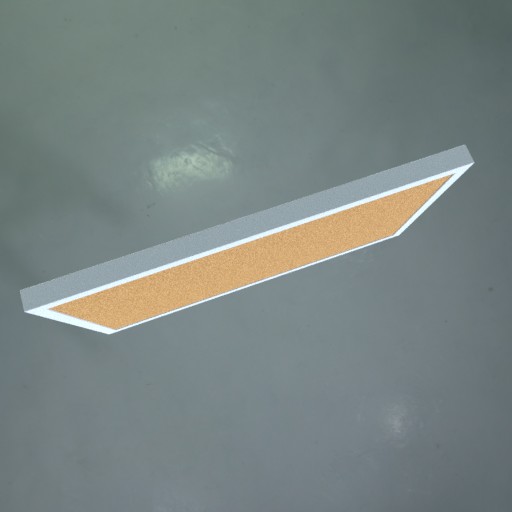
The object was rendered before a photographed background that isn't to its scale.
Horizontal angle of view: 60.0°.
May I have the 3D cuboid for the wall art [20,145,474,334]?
[{"bbox_3d":[0.000,0.000,0.969,0.812,0.431,0.038,-19,76,-5],"label":"wall art"}]
